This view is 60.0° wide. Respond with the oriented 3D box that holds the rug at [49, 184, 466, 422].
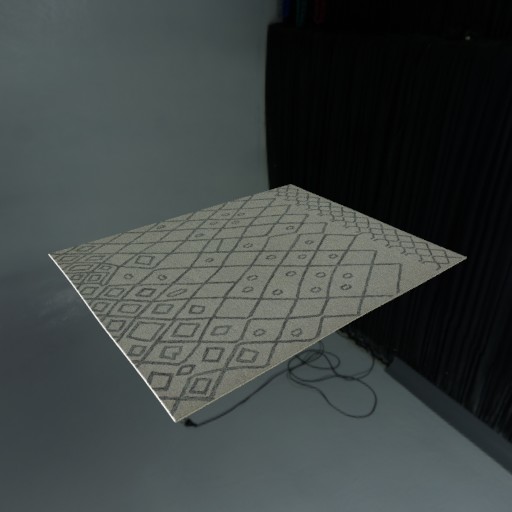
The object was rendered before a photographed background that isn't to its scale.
[{"bbox_3d":[0.000,0.000,4.137,3.046,0.015,2.446,-21,36,-32],"label":"rug"}]
